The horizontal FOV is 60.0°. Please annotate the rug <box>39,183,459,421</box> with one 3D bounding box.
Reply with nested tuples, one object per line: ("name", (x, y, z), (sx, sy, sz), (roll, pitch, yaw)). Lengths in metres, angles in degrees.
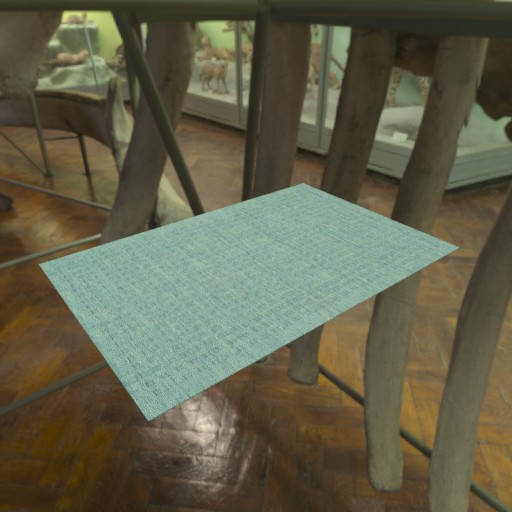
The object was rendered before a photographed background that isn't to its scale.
("rug", (0.000, 0.000, 2.888), (2.286, 0.006, 1.522), (-22, 37, -32))
